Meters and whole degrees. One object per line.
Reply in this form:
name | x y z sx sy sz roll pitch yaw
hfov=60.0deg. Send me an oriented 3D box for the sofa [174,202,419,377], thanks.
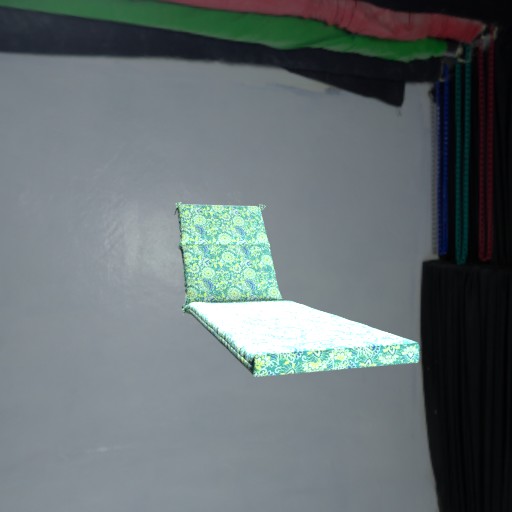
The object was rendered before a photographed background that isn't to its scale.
sofa | 0.000 0.000 2.014 0.582 0.622 1.663 0 1 -17
